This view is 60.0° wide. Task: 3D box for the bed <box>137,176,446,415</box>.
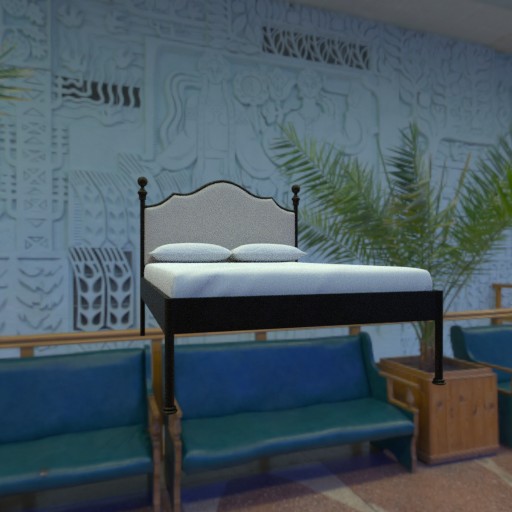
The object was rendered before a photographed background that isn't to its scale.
[{"bbox_3d":[0.000,0.000,3.366,1.642,1.499,2.224,0,0,-18],"label":"bed"}]
